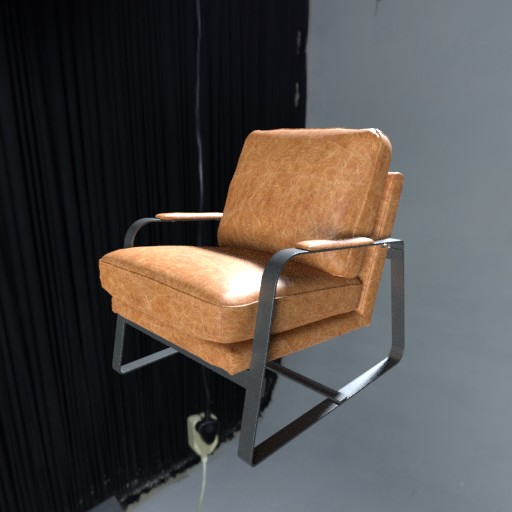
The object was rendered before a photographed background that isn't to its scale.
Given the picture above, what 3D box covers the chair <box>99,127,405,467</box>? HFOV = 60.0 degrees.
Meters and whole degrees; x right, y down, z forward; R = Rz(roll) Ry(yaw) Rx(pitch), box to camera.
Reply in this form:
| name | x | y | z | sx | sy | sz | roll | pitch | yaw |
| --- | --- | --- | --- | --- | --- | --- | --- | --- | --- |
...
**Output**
| name | x | y | z | sx | sy | sz | roll | pitch | yaw |
| --- | --- | --- | --- | --- | --- | --- | --- | --- | --- |
| chair | 0.000 | 0.000 | 1.385 | 0.651 | 0.777 | 0.801 | 14 | 20 | 43 |
